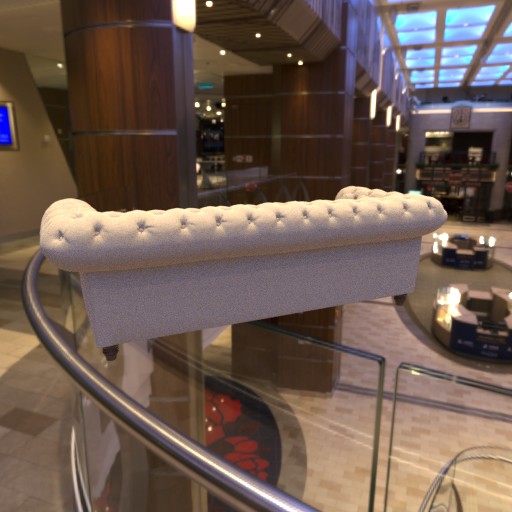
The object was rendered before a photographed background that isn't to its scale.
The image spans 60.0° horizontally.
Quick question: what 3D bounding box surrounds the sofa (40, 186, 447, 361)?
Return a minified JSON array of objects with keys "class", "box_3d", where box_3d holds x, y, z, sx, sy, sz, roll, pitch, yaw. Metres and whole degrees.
[{"class":"sofa","box_3d":[0.000,0.000,3.118,2.694,0.847,1.076,-6,15,-24]}]
